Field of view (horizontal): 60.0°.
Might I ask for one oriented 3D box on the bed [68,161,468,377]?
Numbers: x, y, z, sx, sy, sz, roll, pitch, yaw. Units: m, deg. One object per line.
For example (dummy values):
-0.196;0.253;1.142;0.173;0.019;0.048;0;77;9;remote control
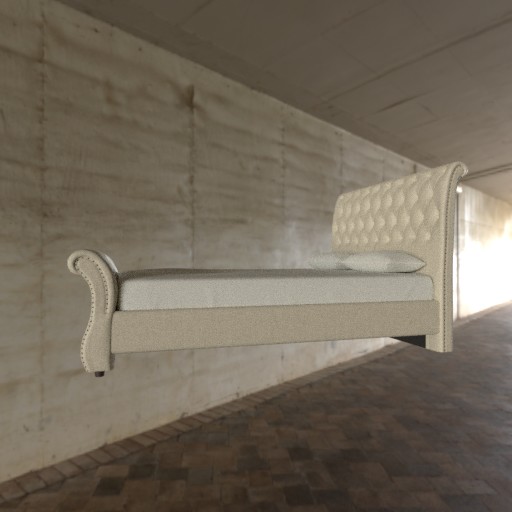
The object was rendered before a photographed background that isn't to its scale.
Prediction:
0.000;0.000;3.368;2.493;1.268;1.606;0;0;-17;bed
